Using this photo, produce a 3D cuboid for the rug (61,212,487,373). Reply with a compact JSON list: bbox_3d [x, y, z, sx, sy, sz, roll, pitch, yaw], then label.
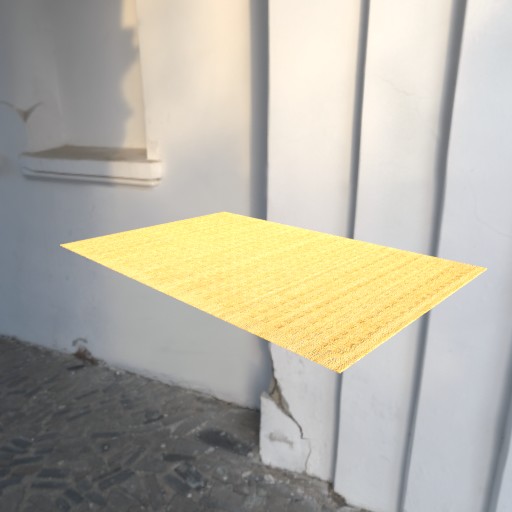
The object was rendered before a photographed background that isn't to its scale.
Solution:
[{"bbox_3d":[0.000,0.000,2.827,2.286,0.006,1.524,16,24,41],"label":"rug"}]
